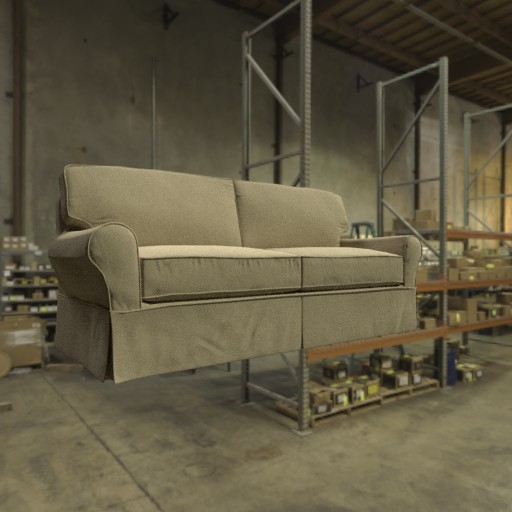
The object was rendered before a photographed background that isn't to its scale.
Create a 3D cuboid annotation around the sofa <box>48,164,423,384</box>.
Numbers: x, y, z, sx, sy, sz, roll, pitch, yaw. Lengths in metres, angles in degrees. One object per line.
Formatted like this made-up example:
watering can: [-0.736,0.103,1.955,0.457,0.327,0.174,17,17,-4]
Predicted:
sofa: [0.000,0.000,2.714,2.246,1.014,0.900,0,0,-37]
